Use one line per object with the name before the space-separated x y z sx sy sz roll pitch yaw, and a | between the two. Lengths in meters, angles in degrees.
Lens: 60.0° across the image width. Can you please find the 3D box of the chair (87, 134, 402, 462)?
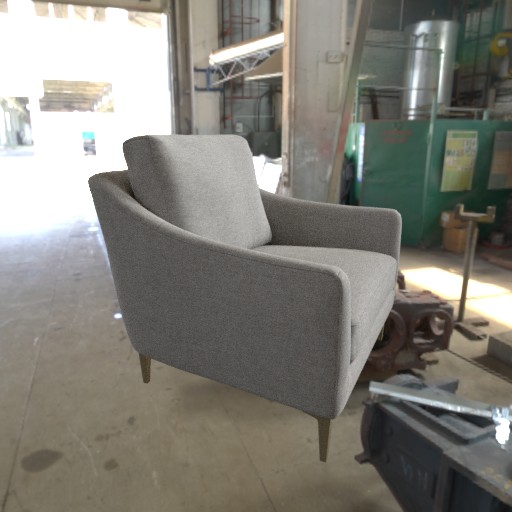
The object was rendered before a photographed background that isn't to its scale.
chair | 0.000 0.000 1.702 0.961 0.902 0.986 7 17 24
